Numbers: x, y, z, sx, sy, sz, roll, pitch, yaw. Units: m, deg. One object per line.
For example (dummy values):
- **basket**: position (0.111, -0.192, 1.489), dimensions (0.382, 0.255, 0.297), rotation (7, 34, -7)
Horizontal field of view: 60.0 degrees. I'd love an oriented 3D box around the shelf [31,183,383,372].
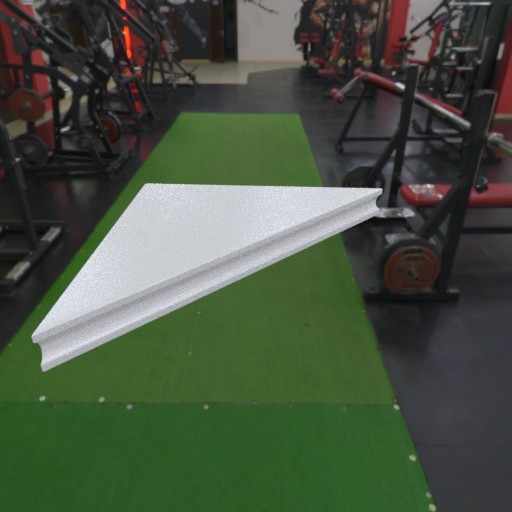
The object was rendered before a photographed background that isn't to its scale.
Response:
- **shelf**: position (0.000, 0.000, 0.433), dimensions (0.296, 0.035, 0.296), rotation (1, 30, 3)
